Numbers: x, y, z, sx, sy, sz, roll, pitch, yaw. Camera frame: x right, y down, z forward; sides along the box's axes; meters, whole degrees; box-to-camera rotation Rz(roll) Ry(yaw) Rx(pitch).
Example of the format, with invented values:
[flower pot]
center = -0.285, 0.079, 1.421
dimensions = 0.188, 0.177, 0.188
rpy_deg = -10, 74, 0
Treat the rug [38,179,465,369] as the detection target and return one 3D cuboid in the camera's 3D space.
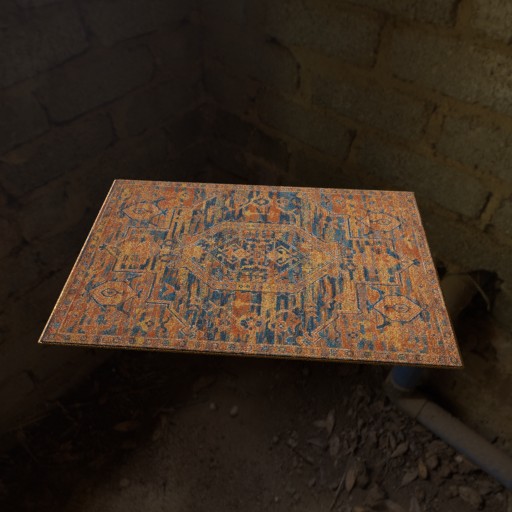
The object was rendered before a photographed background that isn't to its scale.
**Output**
[rug]
center = 0.000, 0.000, 1.083
dimensions = 0.863, 0.008, 0.557
rpy_deg = 3, 47, 3
